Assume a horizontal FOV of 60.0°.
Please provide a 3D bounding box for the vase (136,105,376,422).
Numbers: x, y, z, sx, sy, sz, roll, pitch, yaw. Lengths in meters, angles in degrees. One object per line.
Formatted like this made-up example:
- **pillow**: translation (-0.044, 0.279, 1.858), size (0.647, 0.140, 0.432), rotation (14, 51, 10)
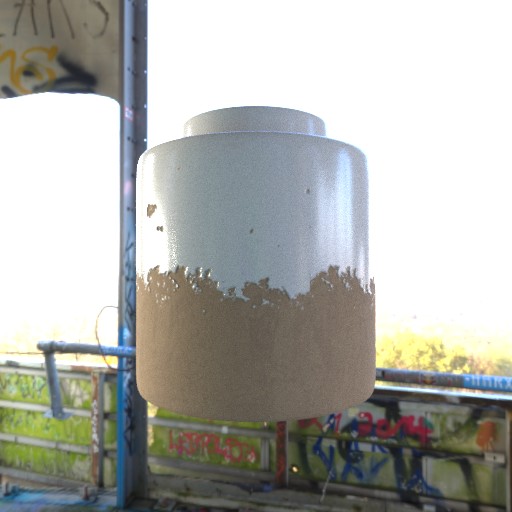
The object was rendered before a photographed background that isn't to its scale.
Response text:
- **vase**: translation (0.000, 0.000, 0.294), size (0.153, 0.167, 0.153), rotation (0, -1, 0)
